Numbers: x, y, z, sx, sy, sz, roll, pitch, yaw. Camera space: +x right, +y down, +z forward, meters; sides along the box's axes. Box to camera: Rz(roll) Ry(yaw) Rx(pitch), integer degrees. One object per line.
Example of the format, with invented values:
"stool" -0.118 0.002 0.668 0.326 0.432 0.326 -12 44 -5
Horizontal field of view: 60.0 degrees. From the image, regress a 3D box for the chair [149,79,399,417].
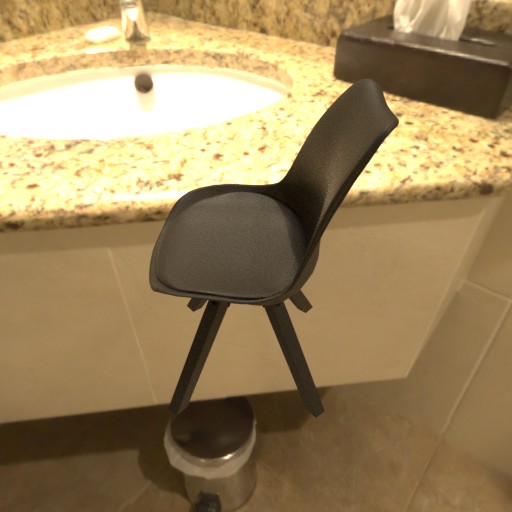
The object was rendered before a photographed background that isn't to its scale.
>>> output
"chair" 0.000 0.000 1.182 0.550 0.850 0.485 1 41 1
